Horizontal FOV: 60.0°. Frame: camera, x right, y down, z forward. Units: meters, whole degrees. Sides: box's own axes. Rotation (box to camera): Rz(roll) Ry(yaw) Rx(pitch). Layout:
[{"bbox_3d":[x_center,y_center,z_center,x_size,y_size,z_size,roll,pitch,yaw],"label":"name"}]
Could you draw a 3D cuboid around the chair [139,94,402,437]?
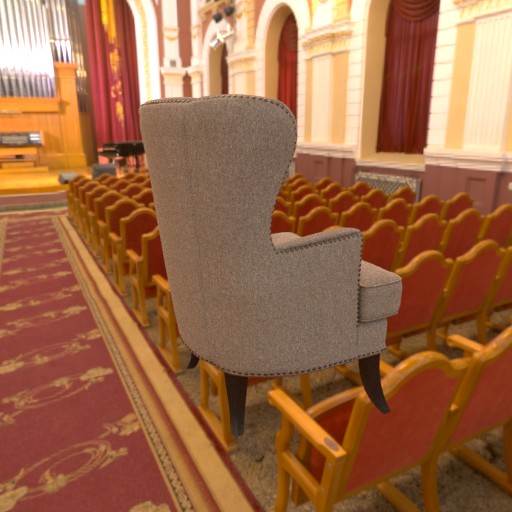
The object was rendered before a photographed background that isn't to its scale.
[{"bbox_3d":[0.000,0.000,1.615,0.758,1.060,0.759,-8,18,-26],"label":"chair"}]
